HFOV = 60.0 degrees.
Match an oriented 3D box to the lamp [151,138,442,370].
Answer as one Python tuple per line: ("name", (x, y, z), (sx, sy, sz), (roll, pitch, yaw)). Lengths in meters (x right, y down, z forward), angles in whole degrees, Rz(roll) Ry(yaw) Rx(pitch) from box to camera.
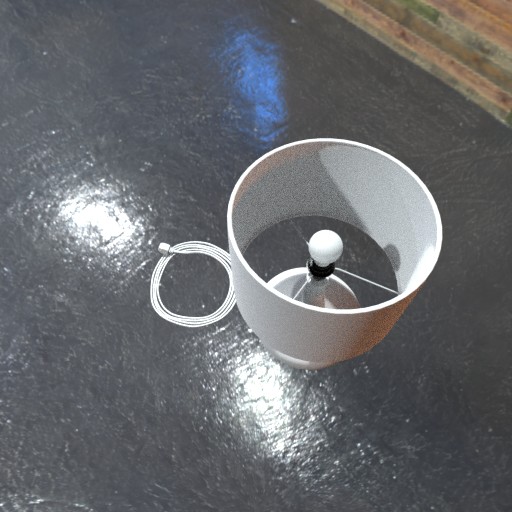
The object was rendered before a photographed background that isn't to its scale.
("lamp", (0.000, 0.000, 0.863), (0.401, 0.457, 0.546), (-33, 65, -18))
